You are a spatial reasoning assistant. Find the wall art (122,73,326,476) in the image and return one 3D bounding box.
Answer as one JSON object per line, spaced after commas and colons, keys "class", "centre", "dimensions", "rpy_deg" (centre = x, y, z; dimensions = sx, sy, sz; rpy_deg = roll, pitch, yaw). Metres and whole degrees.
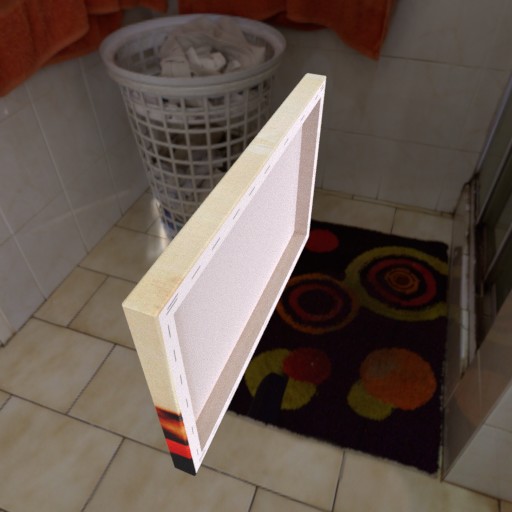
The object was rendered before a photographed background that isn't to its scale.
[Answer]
{"class": "wall art", "centre": [0.000, 0.000, 0.769], "dimensions": [0.040, 0.402, 0.613], "rpy_deg": [15, 46, 16]}
